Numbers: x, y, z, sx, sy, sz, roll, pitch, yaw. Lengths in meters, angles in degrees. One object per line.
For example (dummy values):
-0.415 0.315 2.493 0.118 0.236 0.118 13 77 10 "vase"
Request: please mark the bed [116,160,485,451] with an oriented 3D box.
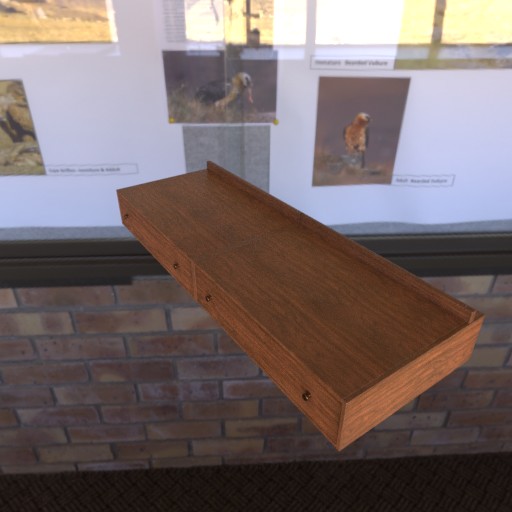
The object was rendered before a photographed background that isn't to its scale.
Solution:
0.000 0.000 2.345 0.787 0.326 2.057 -20 37 -29 "bed"
